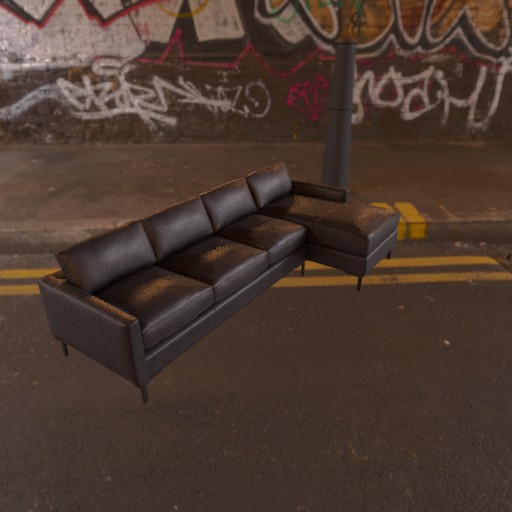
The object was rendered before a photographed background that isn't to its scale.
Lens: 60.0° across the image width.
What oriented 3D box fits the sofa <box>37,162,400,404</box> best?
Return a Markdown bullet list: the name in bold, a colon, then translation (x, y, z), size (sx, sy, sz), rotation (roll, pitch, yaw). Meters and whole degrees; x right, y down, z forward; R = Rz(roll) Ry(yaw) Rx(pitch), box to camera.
- **sofa**: translation (0.000, 0.000, 3.725), size (1.471, 0.859, 2.993), rotation (17, 31, 31)
